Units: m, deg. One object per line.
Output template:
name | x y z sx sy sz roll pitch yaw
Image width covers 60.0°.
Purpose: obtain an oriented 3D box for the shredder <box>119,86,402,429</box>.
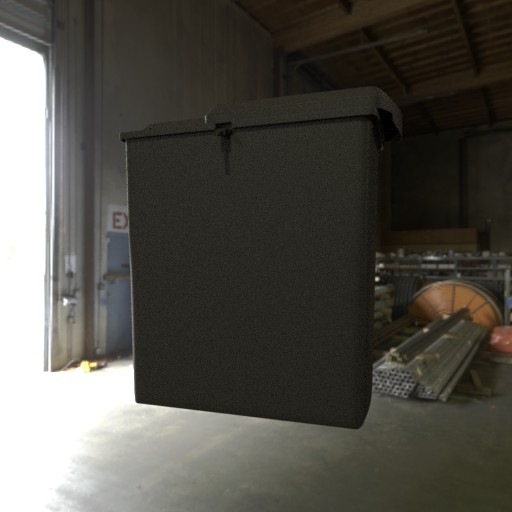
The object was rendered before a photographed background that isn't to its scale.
shredder | 0.000 0.000 0.511 0.320 0.335 0.170 0 0 18
